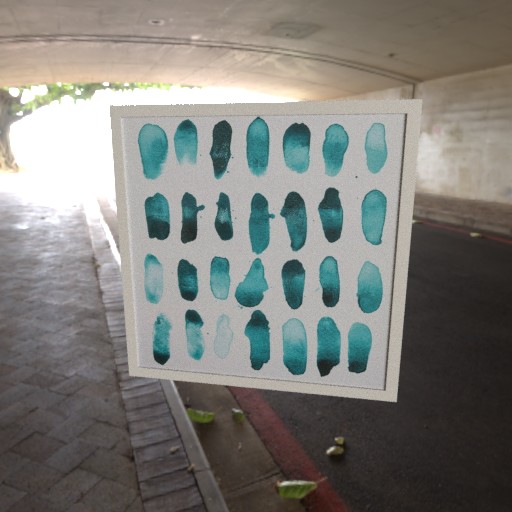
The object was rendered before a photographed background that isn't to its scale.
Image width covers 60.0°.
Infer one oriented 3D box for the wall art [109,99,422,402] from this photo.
[{"bbox_3d":[0.000,0.000,1.235,0.812,0.813,0.013,3,14,10],"label":"wall art"}]
